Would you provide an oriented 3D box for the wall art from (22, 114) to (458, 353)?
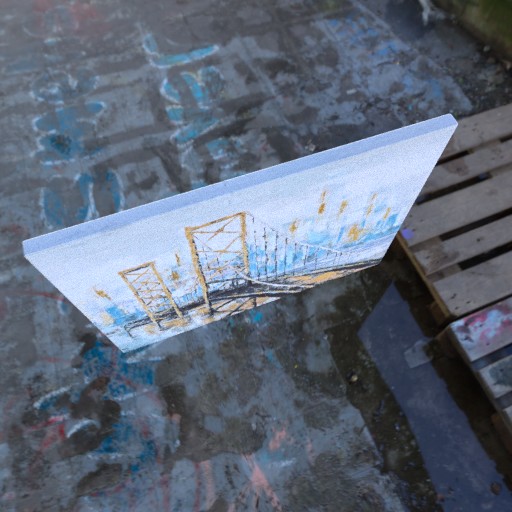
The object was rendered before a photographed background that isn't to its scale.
[{"bbox_3d":[0.000,0.000,1.321,1.016,0.762,0.038,-18,65,-9],"label":"wall art"}]
